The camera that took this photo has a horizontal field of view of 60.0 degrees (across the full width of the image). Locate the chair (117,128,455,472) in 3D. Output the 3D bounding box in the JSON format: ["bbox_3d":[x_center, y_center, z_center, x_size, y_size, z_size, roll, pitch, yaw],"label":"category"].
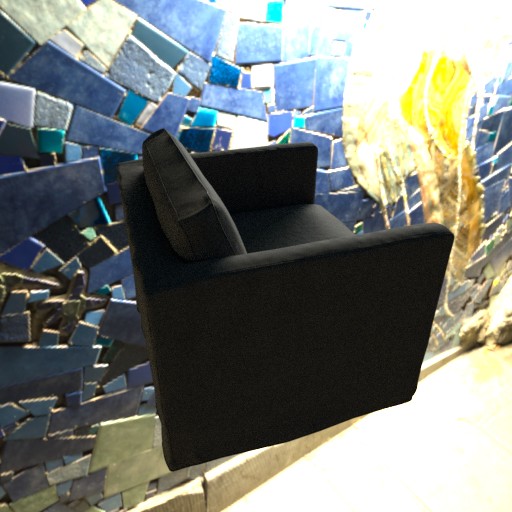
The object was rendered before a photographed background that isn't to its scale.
[{"bbox_3d":[0.000,0.000,1.737,0.949,0.863,1.057,-10,32,-16],"label":"chair"}]
